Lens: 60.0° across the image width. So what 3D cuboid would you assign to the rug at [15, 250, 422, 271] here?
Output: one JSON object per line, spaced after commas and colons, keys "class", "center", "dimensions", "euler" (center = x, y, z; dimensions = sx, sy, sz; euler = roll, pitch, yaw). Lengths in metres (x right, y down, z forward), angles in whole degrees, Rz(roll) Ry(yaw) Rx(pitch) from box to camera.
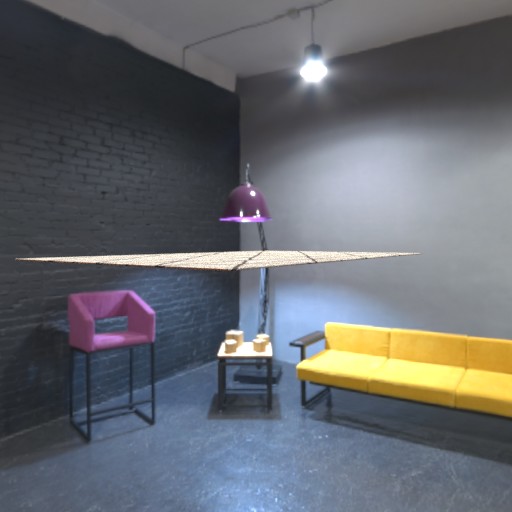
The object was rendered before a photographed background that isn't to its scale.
{"class": "rug", "center": [0.000, 0.000, 3.006], "dimensions": [1.526, 0.008, 2.465], "euler": [1, 2, 36]}
